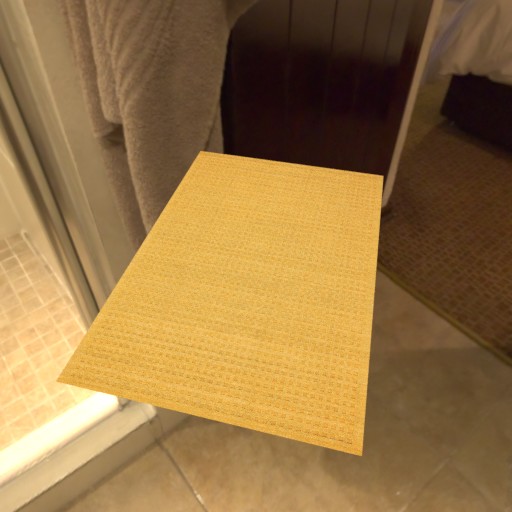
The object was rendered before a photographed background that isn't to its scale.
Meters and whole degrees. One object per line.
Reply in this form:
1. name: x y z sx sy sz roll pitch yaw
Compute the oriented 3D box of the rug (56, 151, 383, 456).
1. rug: 0.000 0.000 3.732 1.981 0.006 2.895 10 46 10
